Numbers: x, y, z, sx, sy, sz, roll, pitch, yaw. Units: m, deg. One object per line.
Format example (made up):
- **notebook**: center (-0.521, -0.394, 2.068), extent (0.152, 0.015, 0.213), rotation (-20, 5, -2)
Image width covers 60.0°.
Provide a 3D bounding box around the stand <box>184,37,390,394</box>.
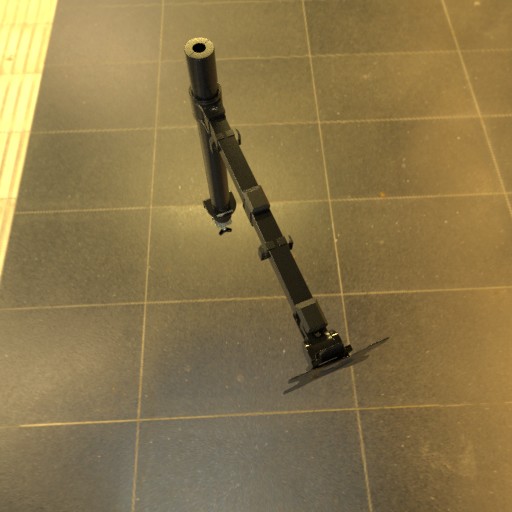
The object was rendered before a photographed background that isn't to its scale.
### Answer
- **stand**: center (0.000, 0.000, 0.731), extent (0.115, 0.510, 0.456), rotation (-20, 67, -9)
